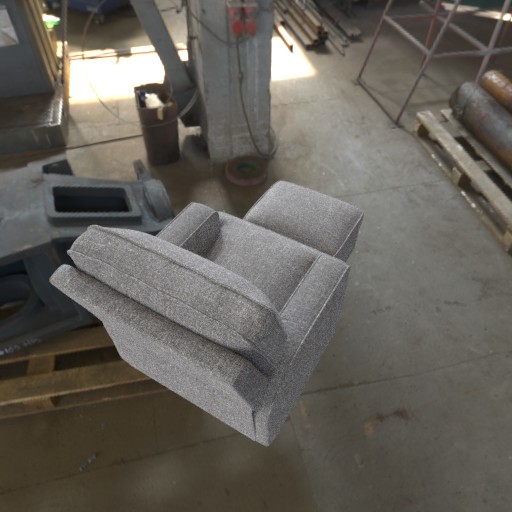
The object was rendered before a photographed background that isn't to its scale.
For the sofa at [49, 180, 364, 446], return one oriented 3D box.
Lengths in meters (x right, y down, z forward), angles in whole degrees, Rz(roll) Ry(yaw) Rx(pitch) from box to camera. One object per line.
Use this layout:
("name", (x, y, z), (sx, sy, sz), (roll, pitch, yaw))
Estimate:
("sofa", (0.000, 0.000, 2.036), (0.861, 0.959, 1.472), (24, 51, 21))
